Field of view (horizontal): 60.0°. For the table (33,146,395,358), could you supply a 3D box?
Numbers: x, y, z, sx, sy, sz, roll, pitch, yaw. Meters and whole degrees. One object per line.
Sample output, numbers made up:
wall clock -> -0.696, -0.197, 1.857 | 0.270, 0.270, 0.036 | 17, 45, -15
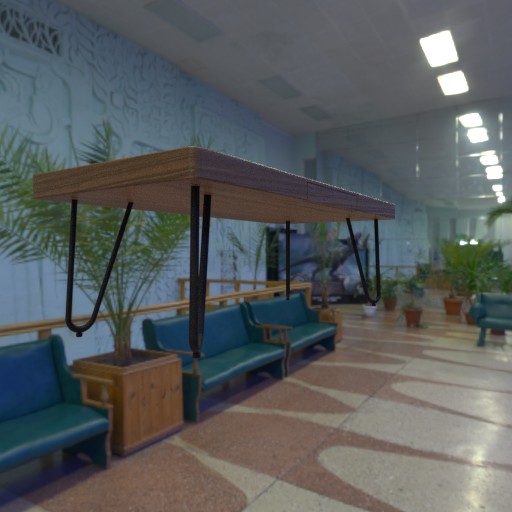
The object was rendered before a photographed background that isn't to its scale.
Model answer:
table -> 0.000, 0.000, 1.659 | 0.637, 0.468, 1.375 | 0, 1, 34
